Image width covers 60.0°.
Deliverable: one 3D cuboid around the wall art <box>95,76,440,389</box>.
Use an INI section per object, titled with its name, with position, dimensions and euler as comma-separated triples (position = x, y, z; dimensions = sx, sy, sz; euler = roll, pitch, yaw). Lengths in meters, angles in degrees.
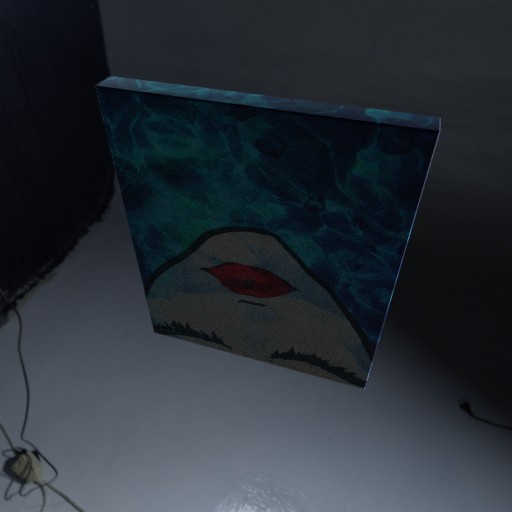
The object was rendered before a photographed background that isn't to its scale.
[wall art]
position = 0.000, 0.000, 0.712
dimensions = 0.432, 0.508, 0.038
euler = 12, 43, 13
